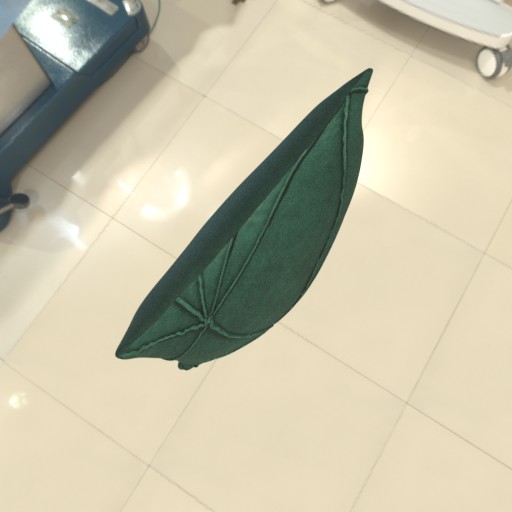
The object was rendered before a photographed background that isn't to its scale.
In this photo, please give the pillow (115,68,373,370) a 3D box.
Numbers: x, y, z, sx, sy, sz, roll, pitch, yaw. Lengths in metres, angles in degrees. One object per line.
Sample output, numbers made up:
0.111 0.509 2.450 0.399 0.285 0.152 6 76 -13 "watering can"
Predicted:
0.000 0.000 0.678 0.184 0.440 0.439 38 78 9 "pillow"
